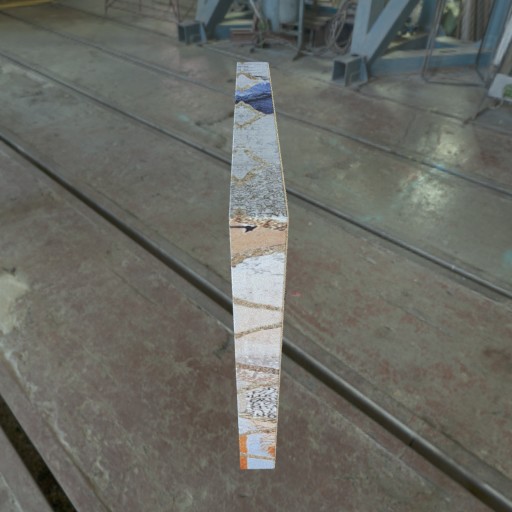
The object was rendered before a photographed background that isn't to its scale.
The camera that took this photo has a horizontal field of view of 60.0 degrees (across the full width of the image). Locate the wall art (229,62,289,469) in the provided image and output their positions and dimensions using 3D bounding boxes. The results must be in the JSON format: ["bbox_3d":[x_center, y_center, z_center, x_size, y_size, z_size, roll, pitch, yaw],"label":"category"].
[{"bbox_3d":[0.000,0.000,0.464,0.036,0.304,0.303,-1,39,-1],"label":"wall art"}]
